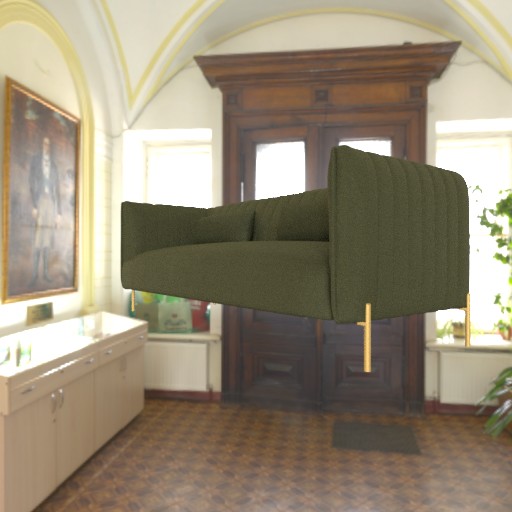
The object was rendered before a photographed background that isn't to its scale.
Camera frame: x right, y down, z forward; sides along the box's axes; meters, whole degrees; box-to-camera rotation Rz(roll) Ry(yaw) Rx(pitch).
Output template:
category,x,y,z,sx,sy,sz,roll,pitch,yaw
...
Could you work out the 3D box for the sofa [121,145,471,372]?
category,x,y,z,sx,sy,sz,roll,pitch,yaw
sofa,0.000,0.000,2.553,0.896,0.793,2.137,0,0,-37
